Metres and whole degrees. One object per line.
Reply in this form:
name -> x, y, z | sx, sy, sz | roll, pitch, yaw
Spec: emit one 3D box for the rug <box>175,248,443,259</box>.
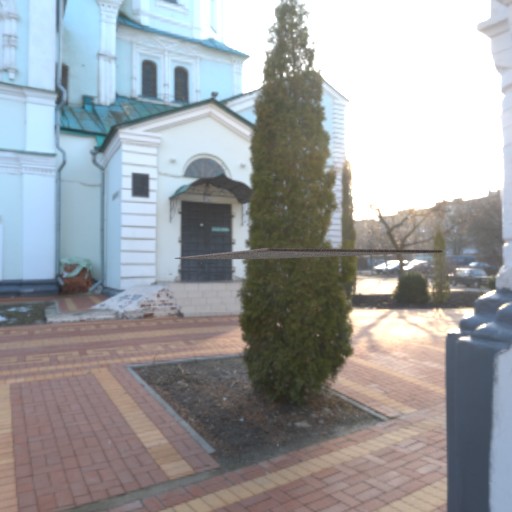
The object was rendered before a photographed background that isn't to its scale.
rug -> 0.000, 0.000, 2.689 | 0.685, 0.013, 2.437 | 0, -1, -17
